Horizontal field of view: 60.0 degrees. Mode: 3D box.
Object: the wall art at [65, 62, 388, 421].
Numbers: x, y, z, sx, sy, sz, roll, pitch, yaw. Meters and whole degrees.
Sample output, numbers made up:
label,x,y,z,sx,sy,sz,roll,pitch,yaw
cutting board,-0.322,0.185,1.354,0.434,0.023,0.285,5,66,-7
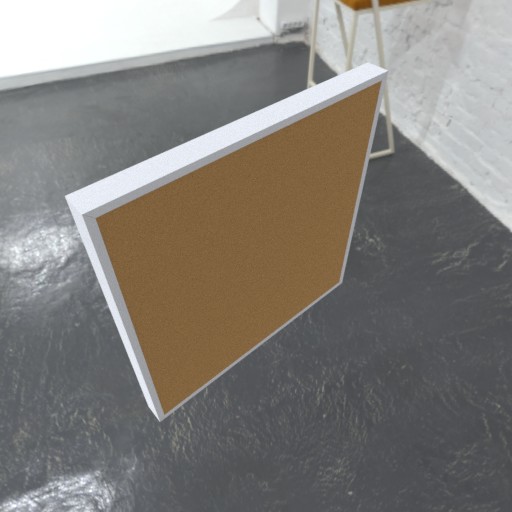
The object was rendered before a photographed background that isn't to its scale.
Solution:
label,x,y,z,sx,sy,sz,roll,pitch,yaw
wall art,0.000,0.000,0.763,0.509,0.509,0.040,-33,55,-27
